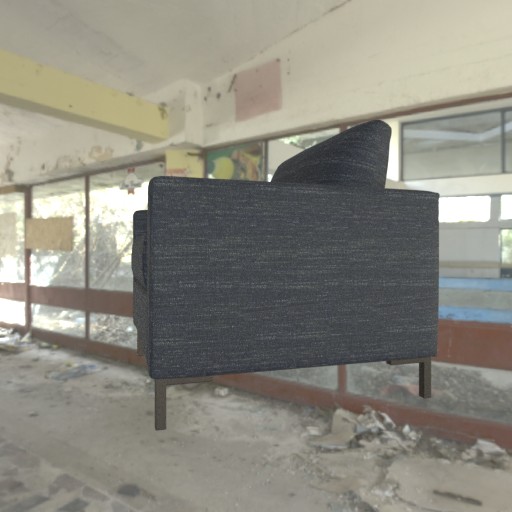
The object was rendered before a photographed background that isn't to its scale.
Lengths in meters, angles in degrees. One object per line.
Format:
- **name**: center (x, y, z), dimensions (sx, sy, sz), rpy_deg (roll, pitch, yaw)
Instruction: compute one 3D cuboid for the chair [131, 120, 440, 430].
- **chair**: center (0.000, 0.000, 1.629), dimensions (0.866, 0.861, 0.963), rpy_deg (0, 0, -18)
